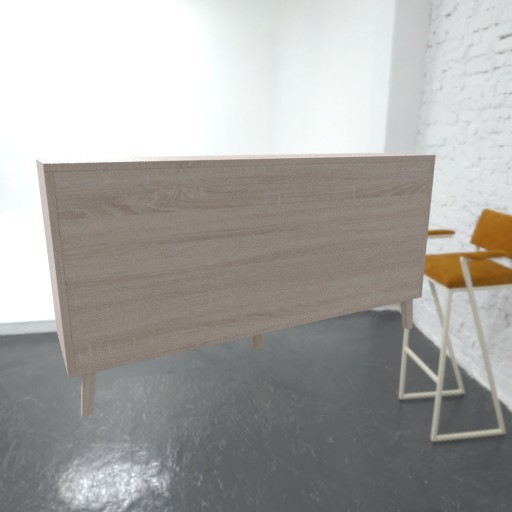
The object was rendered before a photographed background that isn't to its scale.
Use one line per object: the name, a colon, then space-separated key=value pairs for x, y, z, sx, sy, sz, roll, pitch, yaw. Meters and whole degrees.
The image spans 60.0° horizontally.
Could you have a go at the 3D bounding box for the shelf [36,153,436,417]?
shelf: x=0.000 y=0.000 z=1.778 sx=1.490 sy=0.780 sz=0.400 roll=-8 pitch=17 yaw=-27
